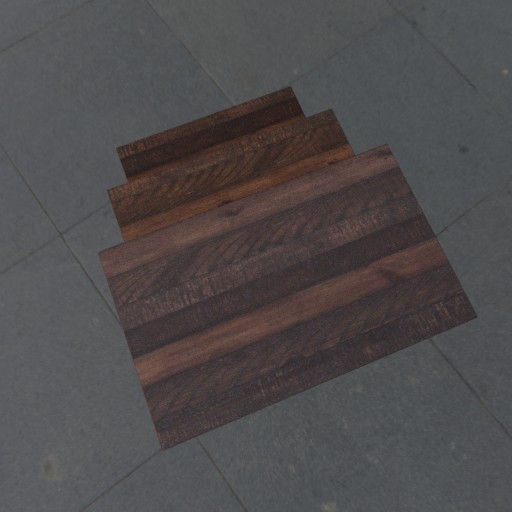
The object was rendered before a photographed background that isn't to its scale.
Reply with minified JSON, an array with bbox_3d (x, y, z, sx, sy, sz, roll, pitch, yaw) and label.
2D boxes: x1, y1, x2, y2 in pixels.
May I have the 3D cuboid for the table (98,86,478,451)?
[{"bbox_3d":[0.000,0.000,1.153,0.608,0.616,0.660,-21,77,-5],"label":"table"}]
